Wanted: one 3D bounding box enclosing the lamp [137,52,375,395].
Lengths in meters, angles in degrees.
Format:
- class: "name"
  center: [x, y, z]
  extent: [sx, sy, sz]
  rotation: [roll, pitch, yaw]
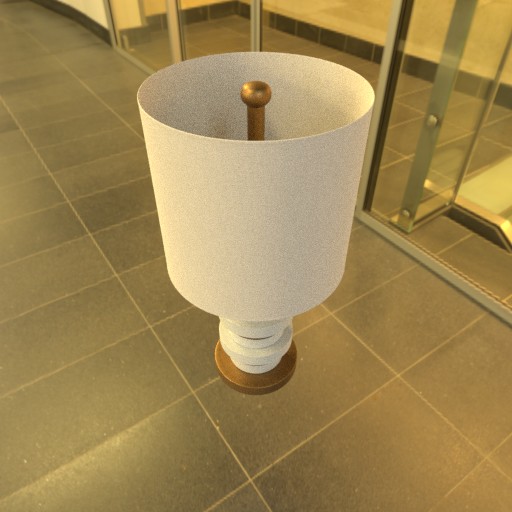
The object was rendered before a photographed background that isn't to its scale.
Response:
- class: "lamp"
  center: [0.000, 0.000, 0.530]
  extent: [0.210, 0.410, 0.210]
  rotation: [25, 47, 26]
